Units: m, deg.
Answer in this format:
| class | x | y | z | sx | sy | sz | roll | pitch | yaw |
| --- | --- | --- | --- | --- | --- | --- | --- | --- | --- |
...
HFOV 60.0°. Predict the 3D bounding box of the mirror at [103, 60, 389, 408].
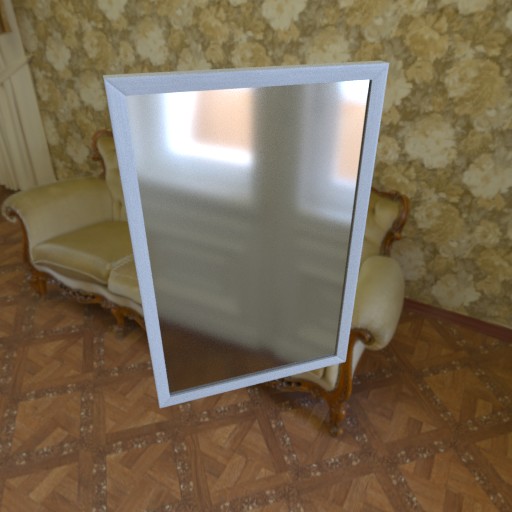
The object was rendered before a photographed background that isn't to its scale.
| class | x | y | z | sx | sy | sz | roll | pitch | yaw |
| --- | --- | --- | --- | --- | --- | --- | --- | --- | --- |
| mirror | 0.000 | 0.000 | 1.160 | 0.609 | 0.915 | 0.040 | -10 | 33 | -15 |
